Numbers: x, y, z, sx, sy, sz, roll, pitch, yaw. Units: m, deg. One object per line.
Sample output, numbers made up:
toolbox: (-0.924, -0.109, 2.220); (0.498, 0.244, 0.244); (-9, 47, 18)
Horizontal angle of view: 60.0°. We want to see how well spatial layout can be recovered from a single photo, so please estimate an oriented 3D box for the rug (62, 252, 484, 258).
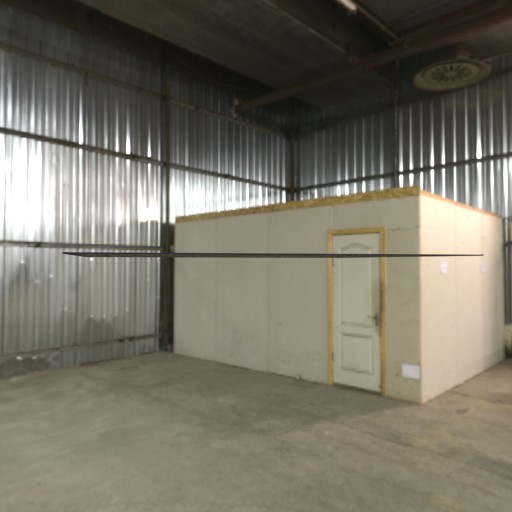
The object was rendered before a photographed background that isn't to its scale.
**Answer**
rug: (0.000, 0.000, 2.965); (2.232, 0.009, 1.630); (0, -1, -18)
